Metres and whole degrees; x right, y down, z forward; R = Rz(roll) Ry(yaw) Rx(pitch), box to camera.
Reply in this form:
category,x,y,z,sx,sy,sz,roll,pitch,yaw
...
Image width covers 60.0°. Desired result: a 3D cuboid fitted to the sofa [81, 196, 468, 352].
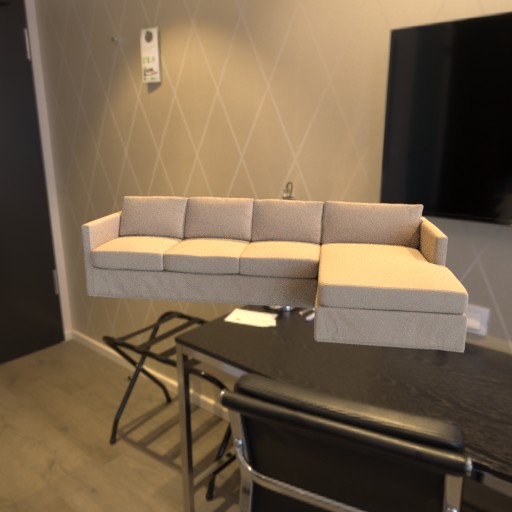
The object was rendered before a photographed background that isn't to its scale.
category,x,y,z,sx,sy,sz,roll,pitch,yaw
sofa,0.000,0.000,3.942,3.206,0.871,1.622,2,15,9
